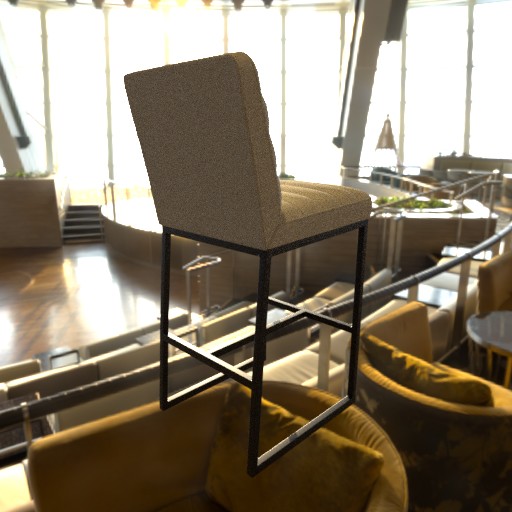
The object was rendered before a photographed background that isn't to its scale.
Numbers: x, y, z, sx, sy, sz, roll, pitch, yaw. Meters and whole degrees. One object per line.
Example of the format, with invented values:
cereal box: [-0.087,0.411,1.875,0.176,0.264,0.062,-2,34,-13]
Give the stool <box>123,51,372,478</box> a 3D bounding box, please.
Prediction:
stool: [0.000,0.000,1.338,0.560,1.040,0.460,-15,21,-43]
